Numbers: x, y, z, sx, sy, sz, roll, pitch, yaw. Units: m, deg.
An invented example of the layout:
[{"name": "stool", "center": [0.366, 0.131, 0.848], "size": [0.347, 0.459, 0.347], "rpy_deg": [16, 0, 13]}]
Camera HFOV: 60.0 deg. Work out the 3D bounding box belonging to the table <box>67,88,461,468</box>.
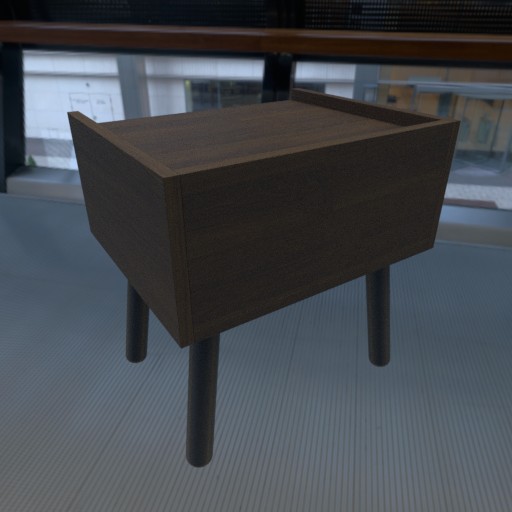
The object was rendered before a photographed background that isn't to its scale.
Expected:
[{"name": "table", "center": [0.000, 0.000, 0.766], "size": [0.450, 0.470, 0.370], "rpy_deg": [-18, 33, -29]}]
